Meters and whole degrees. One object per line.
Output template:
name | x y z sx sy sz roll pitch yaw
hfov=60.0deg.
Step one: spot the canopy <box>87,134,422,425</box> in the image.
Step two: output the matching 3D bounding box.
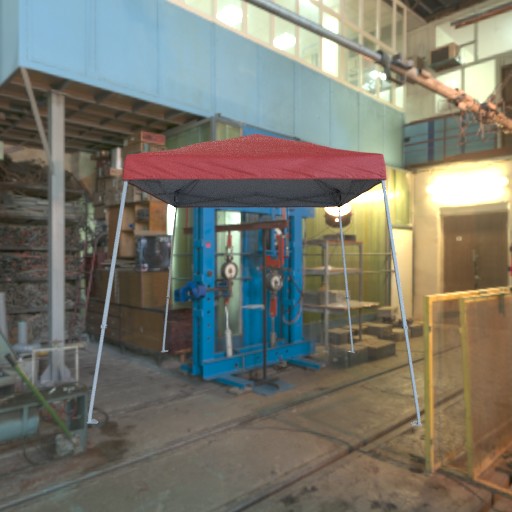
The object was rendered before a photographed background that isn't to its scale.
canopy | 0.000 0.000 6.546 3.600 3.600 3.599 0 0 1
